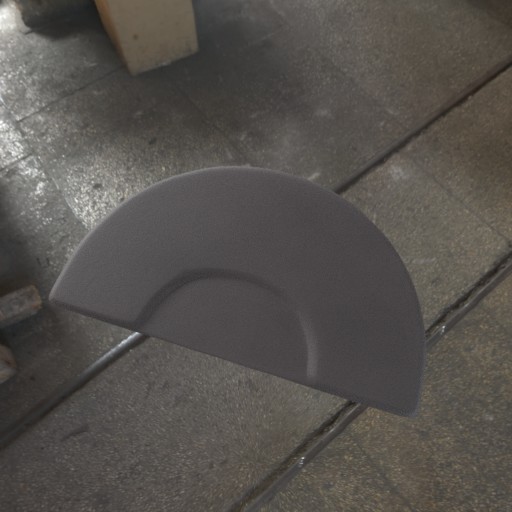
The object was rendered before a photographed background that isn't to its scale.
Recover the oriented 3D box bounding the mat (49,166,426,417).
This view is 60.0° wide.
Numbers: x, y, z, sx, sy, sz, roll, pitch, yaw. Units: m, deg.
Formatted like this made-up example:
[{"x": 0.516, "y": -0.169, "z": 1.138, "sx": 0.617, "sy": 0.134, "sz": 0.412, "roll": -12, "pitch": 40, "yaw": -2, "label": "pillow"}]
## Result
[{"x": 0.000, "y": 0.000, "z": 1.895, "sx": 1.525, "sy": 0.022, "sz": 0.917, "roll": 16, "pitch": 66, "yaw": 7, "label": "mat"}]
